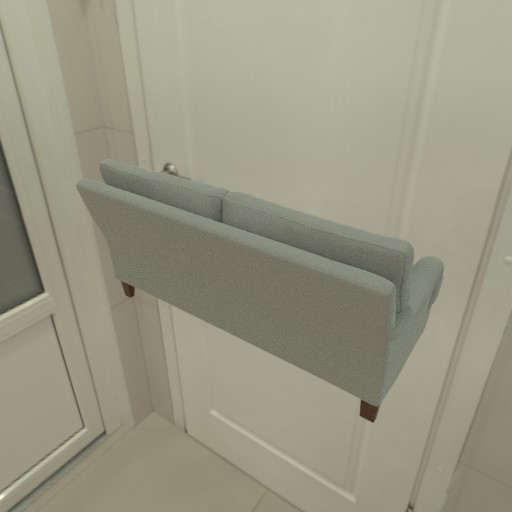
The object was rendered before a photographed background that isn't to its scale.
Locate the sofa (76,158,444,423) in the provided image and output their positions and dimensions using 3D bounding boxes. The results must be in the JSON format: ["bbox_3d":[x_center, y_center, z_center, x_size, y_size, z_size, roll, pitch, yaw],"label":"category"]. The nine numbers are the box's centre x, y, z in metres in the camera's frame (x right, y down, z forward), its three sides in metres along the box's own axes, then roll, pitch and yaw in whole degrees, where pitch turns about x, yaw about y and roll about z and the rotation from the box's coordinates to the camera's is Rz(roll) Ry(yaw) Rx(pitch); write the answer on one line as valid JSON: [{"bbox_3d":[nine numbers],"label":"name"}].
[{"bbox_3d":[0.000,0.000,2.911,2.193,1.096,1.069,20,36,30],"label":"sofa"}]
